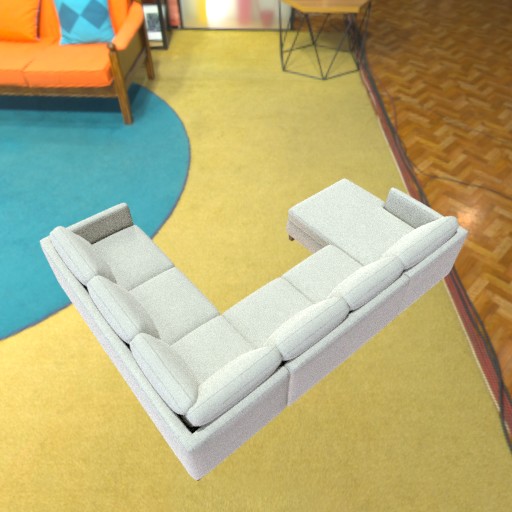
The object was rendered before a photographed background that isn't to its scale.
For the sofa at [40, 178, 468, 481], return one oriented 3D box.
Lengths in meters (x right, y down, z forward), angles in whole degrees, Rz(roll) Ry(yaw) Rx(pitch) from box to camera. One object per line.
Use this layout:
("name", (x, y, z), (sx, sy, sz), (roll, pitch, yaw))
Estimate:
("sofa", (0.000, 0.000, 4.369), (3.238, 0.853, 2.551), (-31, 54, -26))
